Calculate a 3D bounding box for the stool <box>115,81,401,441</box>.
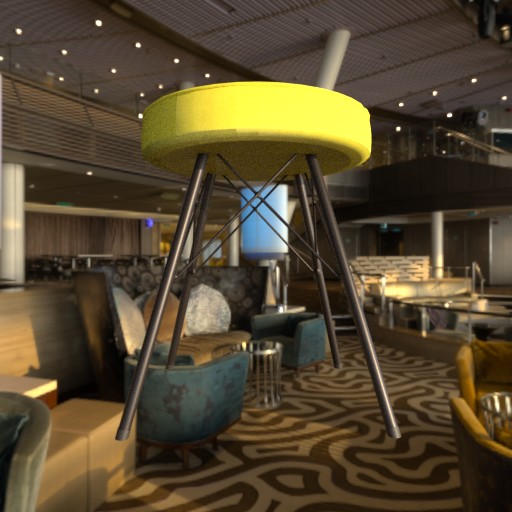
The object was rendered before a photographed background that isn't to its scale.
[{"bbox_3d":[0.000,0.000,0.813,0.409,0.508,0.409,0,0,-1],"label":"stool"}]
